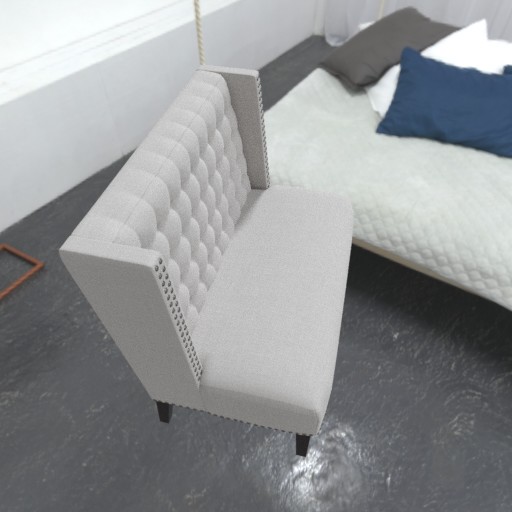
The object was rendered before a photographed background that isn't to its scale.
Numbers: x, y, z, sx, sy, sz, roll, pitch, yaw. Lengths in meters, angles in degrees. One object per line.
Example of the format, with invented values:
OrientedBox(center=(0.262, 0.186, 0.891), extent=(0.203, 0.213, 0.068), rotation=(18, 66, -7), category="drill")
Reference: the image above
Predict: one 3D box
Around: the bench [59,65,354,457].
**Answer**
OrientedBox(center=(0.000, 0.000, 1.991), extent=(0.847, 1.123, 1.280), rotation=(10, 47, 9), category="bench")
